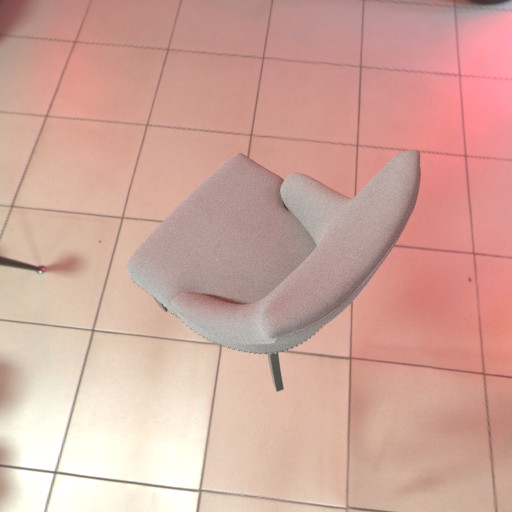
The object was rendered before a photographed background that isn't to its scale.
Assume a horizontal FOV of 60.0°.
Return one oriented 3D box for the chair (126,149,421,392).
[{"bbox_3d":[0.000,0.000,1.324,0.629,0.909,0.566,37,71,15],"label":"chair"}]
